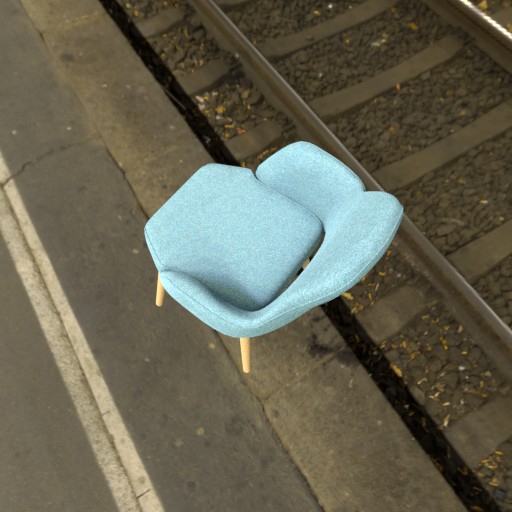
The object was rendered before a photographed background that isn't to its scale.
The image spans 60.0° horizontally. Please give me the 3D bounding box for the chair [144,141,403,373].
[{"bbox_3d":[0.000,0.000,1.384,0.666,0.920,0.589,34,68,15],"label":"chair"}]
